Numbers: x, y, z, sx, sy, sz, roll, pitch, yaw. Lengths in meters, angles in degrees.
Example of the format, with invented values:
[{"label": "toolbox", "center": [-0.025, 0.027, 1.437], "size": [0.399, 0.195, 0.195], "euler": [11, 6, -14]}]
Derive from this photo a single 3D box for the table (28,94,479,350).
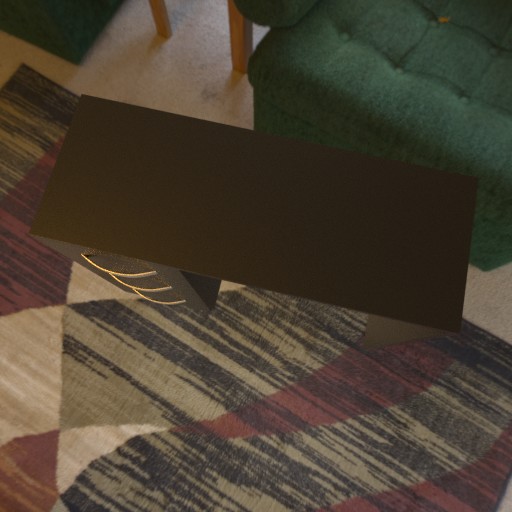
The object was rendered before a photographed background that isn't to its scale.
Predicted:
[{"label": "table", "center": [0.000, 0.000, 1.350], "size": [0.930, 0.790, 0.380], "euler": [13, 76, 3]}]
